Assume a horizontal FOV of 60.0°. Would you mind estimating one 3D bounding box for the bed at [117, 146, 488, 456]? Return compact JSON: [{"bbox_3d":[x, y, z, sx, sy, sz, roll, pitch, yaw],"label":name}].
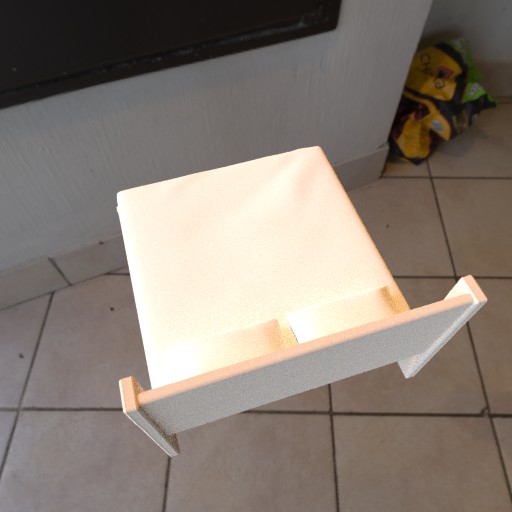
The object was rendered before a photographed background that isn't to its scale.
[{"bbox_3d":[0.000,0.000,3.624,2.145,1.471,2.293,-15,59,-9],"label":"bed"}]
